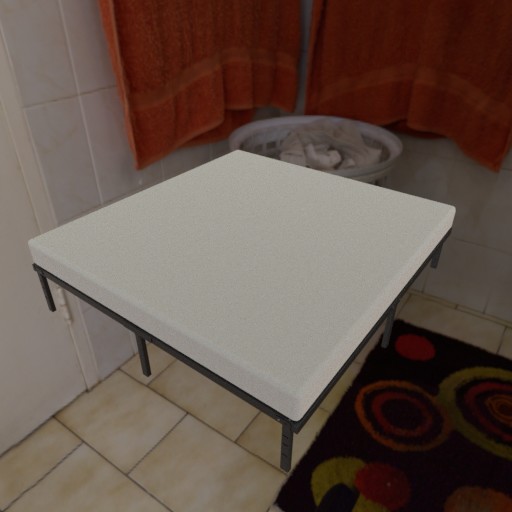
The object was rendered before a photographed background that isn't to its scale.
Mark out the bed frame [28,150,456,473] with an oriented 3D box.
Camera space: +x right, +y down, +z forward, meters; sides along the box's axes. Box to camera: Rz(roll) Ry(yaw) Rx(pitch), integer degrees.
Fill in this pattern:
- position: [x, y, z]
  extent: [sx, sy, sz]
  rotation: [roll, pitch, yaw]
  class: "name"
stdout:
- position: [0.000, 0.000, 3.854]
  extent: [2.526, 0.680, 2.635]
  rotation: [22, 39, 30]
  class: "bed frame"
